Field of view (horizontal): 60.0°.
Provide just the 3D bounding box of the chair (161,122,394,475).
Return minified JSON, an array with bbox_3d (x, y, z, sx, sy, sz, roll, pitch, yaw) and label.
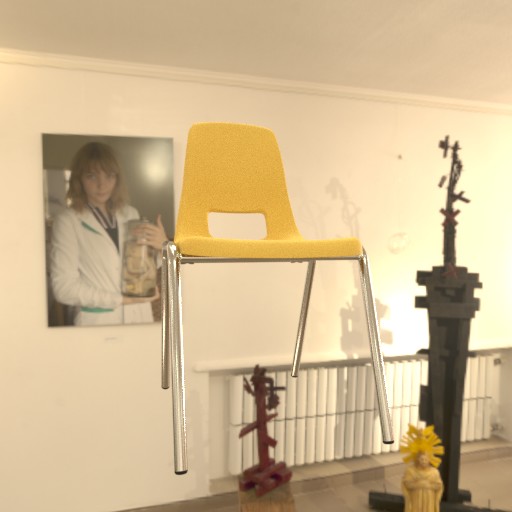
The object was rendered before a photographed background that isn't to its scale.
[{"bbox_3d":[0.000,0.000,0.916,0.381,0.653,0.436,0,2,-16],"label":"chair"}]
